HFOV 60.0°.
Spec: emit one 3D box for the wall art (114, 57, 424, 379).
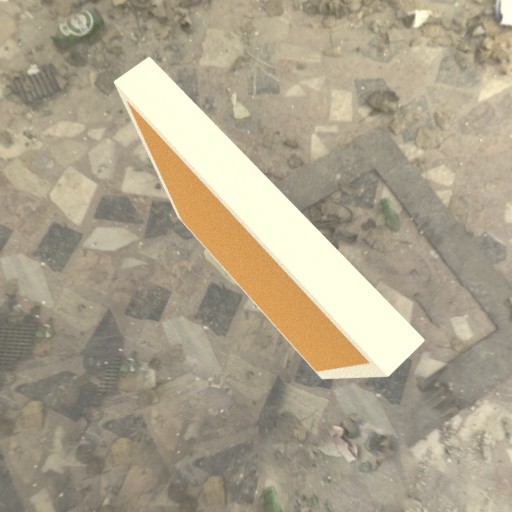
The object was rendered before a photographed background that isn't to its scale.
[{"bbox_3d":[0.000,0.000,0.475,0.037,0.305,0.305,-40,78,-10],"label":"wall art"}]
